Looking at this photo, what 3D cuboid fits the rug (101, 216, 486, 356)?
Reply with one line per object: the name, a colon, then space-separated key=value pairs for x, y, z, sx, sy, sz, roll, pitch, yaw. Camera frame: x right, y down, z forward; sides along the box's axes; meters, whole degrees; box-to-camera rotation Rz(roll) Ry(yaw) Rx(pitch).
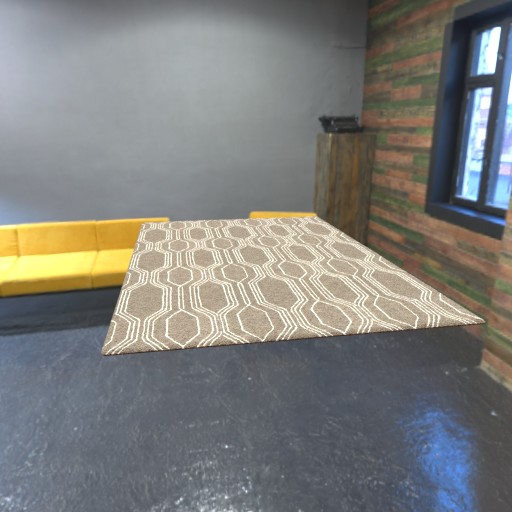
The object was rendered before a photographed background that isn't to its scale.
rug: x=0.000 y=0.000 z=2.244 sx=1.239 sy=0.012 sz=1.836 roll=-3 pitch=17 yaw=-10
